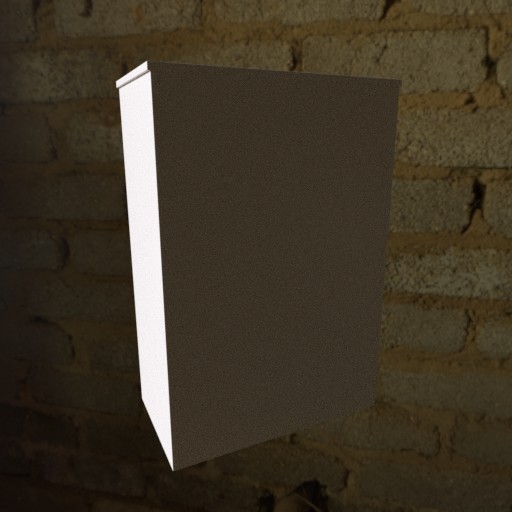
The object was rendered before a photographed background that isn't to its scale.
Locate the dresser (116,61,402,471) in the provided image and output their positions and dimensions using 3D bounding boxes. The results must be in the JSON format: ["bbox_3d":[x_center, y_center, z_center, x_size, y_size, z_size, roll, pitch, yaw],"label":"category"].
[{"bbox_3d":[0.000,0.000,1.380,0.704,1.021,0.401,-7,16,-25],"label":"dresser"}]
